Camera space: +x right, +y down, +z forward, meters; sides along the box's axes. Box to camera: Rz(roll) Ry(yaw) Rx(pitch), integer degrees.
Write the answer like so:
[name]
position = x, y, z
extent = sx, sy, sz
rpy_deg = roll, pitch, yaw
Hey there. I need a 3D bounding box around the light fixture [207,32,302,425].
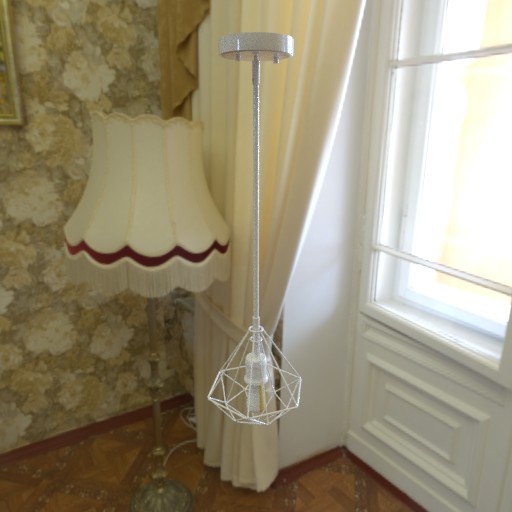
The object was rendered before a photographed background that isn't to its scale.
[light fixture]
position = 0.000, 0.000, 1.984
extent = 0.431, 1.764, 0.487
rpy_deg = 3, 17, 9
